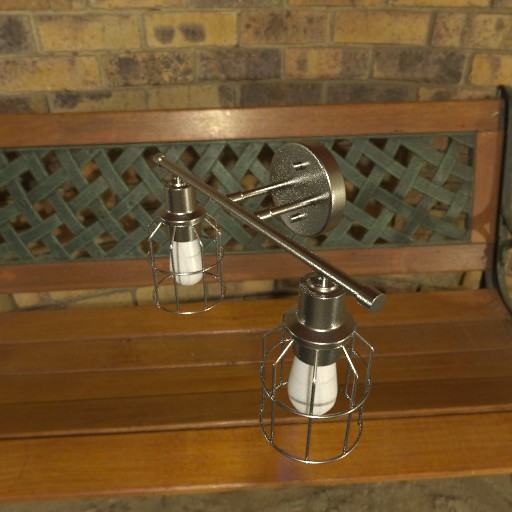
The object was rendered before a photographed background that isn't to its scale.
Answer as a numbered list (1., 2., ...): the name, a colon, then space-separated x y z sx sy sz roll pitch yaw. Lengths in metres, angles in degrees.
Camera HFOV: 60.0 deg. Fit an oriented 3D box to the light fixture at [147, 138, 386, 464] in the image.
1. light fixture: 0.000 0.000 0.532 0.165 0.254 0.406 -20 37 -29
